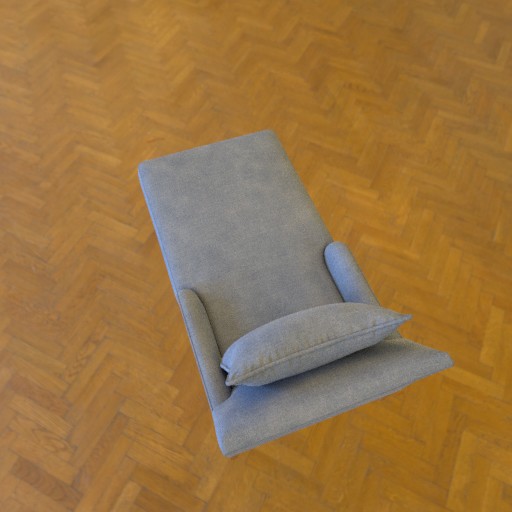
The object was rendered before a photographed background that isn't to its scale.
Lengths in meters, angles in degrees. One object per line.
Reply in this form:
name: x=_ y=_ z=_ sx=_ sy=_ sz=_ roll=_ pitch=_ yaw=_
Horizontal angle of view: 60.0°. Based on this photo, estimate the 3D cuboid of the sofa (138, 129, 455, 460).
sofa: x=0.000 y=0.000 z=2.262 sx=0.904 sy=0.883 sz=1.779 roll=-17 pitch=60 yaw=-10
